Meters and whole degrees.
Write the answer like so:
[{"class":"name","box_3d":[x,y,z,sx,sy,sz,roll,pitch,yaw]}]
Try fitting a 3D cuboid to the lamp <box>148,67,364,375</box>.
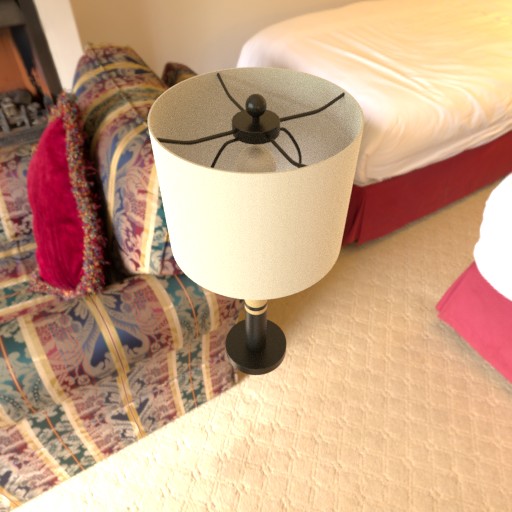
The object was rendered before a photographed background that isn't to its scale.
[{"class":"lamp","box_3d":[0.000,0.000,0.843,0.305,0.640,0.305,16,48,15]}]
